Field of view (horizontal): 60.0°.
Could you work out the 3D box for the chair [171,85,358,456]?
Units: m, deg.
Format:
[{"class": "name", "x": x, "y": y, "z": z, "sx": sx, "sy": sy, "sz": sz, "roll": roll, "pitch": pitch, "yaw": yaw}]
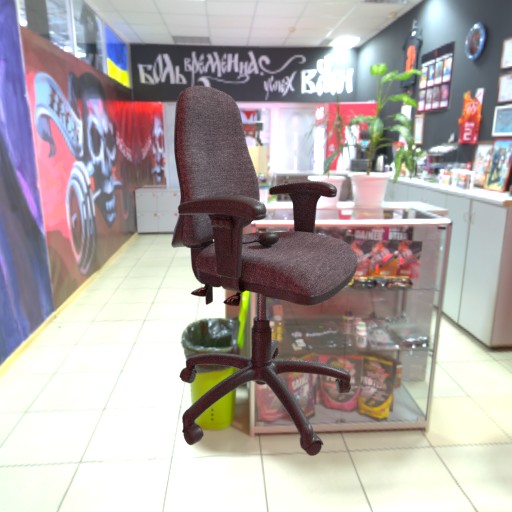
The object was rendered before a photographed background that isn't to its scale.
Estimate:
[{"class": "chair", "x": 0.000, "y": 0.000, "z": 1.241, "sx": 0.530, "sy": 0.910, "sz": 0.550, "roll": 8, "pitch": 16, "yaw": 28}]
